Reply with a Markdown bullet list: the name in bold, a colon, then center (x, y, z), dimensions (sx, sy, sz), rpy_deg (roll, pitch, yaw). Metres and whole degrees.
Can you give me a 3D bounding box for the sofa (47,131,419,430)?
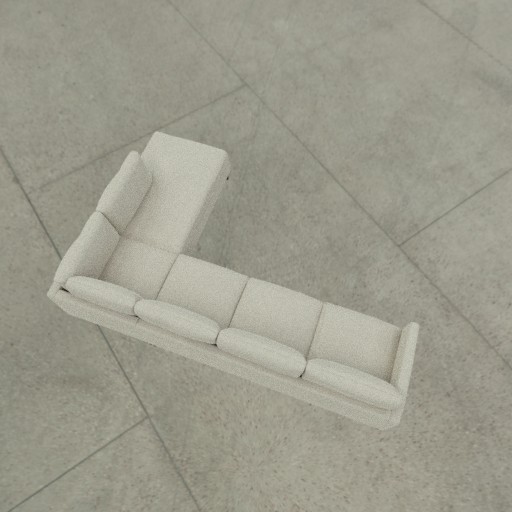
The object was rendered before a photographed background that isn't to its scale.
- **sofa**: center (0.000, 0.000, 3.945), dimensions (2.949, 0.815, 2.007), rpy_deg (18, 65, 9)
